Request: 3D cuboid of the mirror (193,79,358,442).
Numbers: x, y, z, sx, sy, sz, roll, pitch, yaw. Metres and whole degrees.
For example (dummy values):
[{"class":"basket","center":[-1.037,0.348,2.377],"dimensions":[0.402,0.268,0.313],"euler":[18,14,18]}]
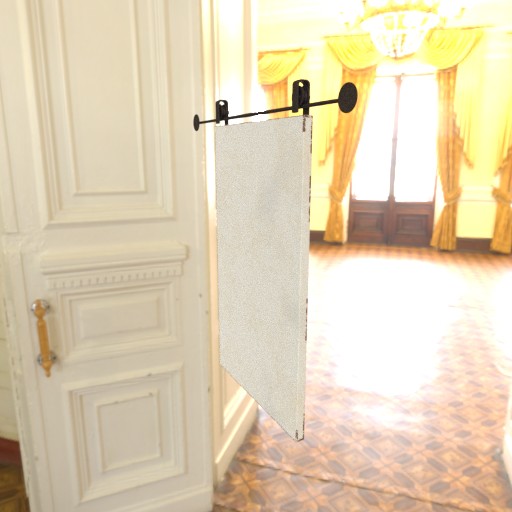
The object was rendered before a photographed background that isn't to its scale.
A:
[{"class":"mirror","center":[0.000,0.000,1.203],"dimensions":[0.037,0.844,0.808],"euler":[-7,15,-27]}]
